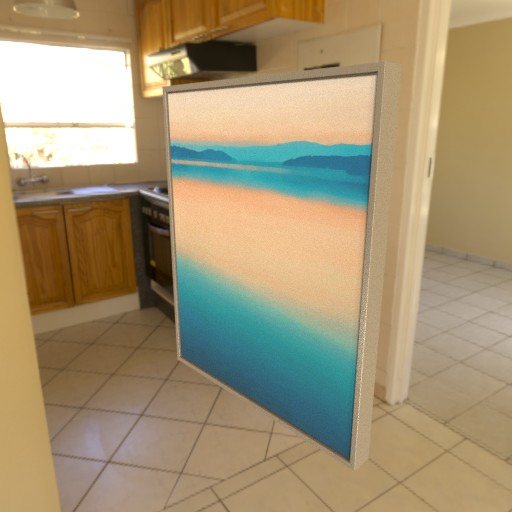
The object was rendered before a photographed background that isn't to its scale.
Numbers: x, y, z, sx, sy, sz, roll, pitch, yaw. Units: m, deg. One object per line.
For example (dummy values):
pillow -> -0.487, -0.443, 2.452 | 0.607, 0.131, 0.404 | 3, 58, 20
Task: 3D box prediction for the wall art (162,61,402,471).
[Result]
wall art -> 0.000, 0.000, 0.740 | 0.037, 0.554, 0.453 | -15, 22, -42
